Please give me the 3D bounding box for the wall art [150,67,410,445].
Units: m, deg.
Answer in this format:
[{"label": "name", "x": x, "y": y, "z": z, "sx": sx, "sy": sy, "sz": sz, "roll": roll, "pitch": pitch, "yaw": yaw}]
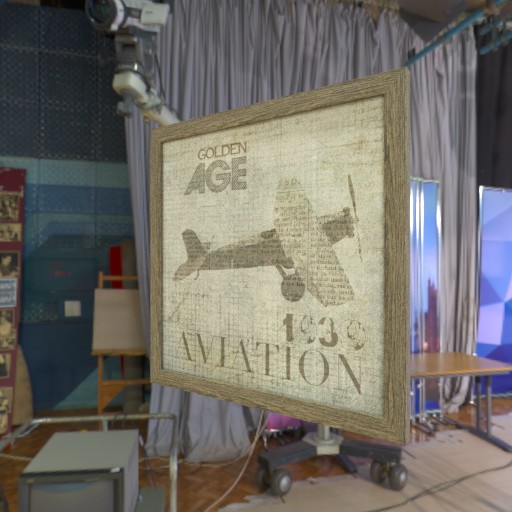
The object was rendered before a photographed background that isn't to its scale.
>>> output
[{"label": "wall art", "x": 0.000, "y": 0.000, "z": 0.750, "sx": 0.508, "sy": 0.508, "sz": 0.019, "roll": 0, "pitch": 0, "yaw": 36}]
